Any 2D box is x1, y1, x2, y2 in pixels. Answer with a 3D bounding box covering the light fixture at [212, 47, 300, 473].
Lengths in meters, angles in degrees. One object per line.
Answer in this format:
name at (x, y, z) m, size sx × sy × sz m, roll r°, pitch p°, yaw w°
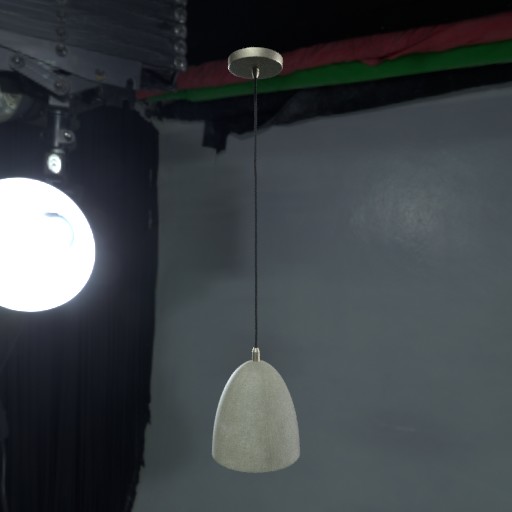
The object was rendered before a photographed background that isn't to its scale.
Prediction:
light fixture at (0.000, 0.000, 0.860) m, size 0.170 × 0.759 × 0.170 m, roll 0°, pitch 0°, yaw 18°
